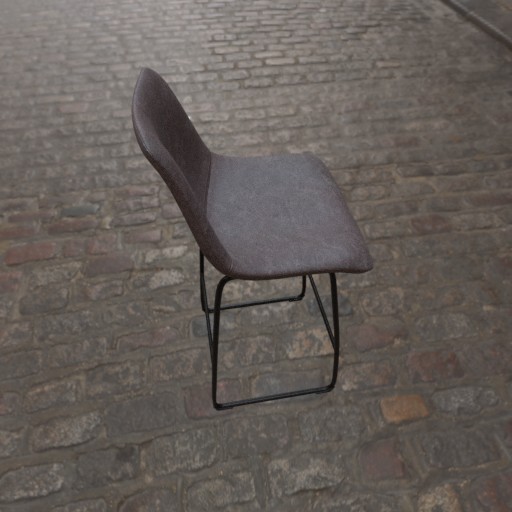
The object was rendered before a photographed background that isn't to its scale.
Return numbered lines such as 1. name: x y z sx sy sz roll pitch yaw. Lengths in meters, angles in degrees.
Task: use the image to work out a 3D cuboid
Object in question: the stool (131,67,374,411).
1. stool: 0.000 0.000 1.391 0.561 1.082 0.514 -7 47 -7
